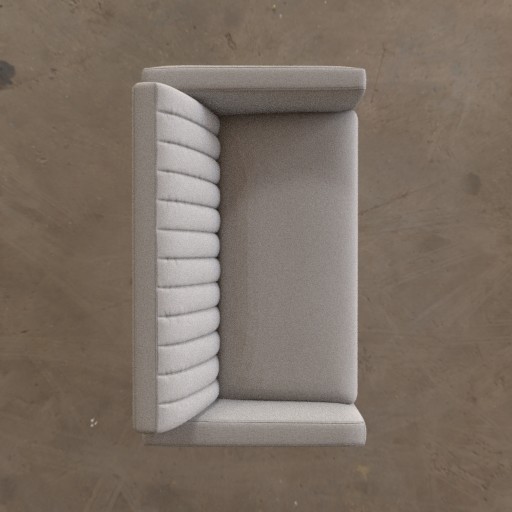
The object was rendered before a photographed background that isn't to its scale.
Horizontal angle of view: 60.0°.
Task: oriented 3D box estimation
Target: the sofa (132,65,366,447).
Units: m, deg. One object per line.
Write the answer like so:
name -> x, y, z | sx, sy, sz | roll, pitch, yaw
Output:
sofa -> 0.000, 0.000, 2.071 | 0.950, 0.801, 1.585 | 0, 91, 0
